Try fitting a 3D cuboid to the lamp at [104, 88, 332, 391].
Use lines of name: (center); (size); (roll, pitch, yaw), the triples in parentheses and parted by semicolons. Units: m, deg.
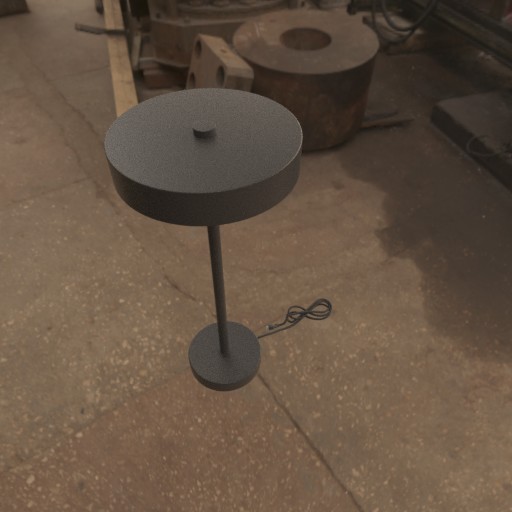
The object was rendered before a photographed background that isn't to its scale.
lamp: (0.000, 0.000, 0.719); (0.369, 0.508, 0.229); (-24, 50, -21)
